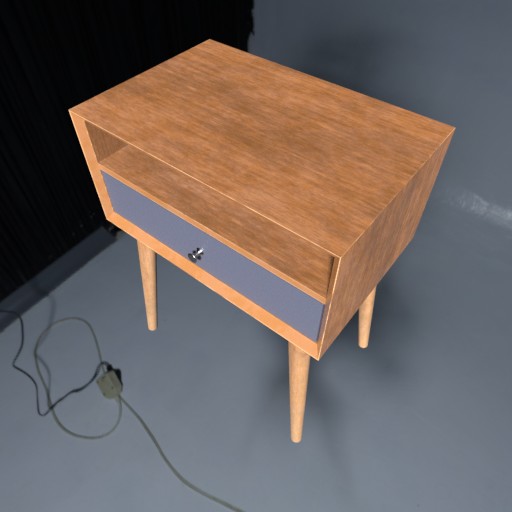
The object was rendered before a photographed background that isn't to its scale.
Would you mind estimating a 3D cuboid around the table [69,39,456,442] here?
[{"bbox_3d":[0.000,0.000,0.838,0.454,0.580,0.307,31,55,24],"label":"table"}]
